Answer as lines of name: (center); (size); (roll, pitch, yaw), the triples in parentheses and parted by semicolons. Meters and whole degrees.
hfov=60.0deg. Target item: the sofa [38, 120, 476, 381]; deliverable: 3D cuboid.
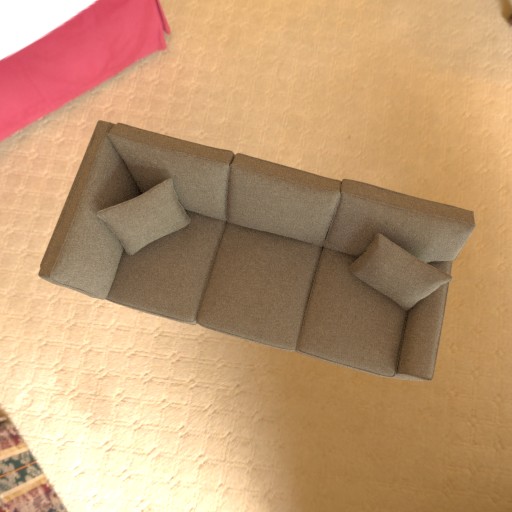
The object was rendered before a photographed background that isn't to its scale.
sofa: (0.000, 0.000, 2.812); (2.317, 0.962, 1.061); (15, 77, 4)
